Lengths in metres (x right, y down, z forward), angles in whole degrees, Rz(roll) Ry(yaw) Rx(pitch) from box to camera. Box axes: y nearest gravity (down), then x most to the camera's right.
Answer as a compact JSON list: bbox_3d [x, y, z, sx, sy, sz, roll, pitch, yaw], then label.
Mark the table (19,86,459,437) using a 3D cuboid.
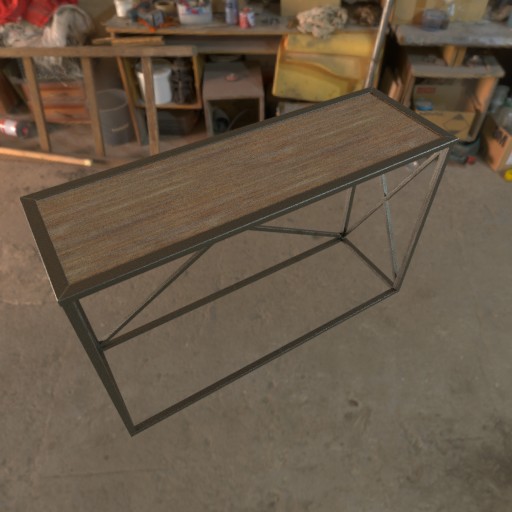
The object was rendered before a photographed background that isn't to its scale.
[{"bbox_3d":[0.000,0.000,1.537,1.216,0.753,0.402,-24,51,-21],"label":"table"}]
